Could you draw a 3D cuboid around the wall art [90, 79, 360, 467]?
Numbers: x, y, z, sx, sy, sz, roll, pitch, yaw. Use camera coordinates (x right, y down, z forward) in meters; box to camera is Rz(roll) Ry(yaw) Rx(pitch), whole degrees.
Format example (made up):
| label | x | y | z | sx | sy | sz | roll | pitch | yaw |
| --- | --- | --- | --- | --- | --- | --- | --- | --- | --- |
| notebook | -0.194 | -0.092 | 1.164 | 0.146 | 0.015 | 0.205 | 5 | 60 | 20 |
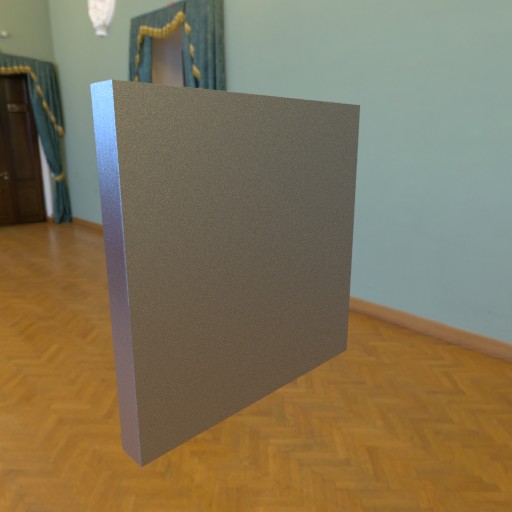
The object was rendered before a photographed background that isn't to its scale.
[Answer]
| label | x | y | z | sx | sy | sz | roll | pitch | yaw |
| --- | --- | --- | --- | --- | --- | --- | --- | --- | --- |
| wall art | 0.000 | 0.000 | 0.515 | 0.038 | 0.350 | 0.350 | 14 | 20 | 43 |
